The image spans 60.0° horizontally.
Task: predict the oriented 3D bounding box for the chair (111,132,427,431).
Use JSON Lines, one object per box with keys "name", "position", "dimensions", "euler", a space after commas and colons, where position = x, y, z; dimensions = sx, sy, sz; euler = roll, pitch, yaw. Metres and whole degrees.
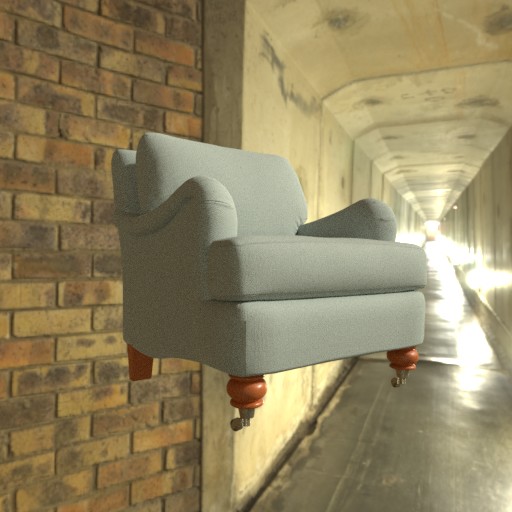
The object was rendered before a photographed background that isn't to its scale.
{"name": "chair", "position": [0.000, 0.000, 1.849], "dimensions": [0.955, 1.038, 1.070], "euler": [1, -1, -36]}
